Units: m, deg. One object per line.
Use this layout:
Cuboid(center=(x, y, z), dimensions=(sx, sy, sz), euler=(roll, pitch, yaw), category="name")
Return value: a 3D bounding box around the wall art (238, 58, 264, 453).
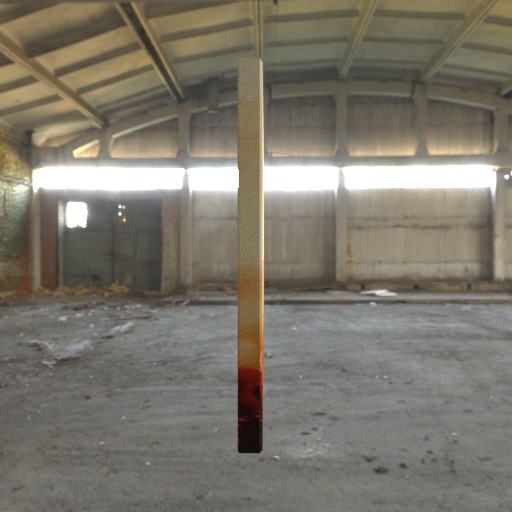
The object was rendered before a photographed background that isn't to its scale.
Cuboid(center=(0.000, 0.000, 1.133), dimensions=(0.038, 0.602, 0.918), euler=(0, 0, 1), category="wall art")
